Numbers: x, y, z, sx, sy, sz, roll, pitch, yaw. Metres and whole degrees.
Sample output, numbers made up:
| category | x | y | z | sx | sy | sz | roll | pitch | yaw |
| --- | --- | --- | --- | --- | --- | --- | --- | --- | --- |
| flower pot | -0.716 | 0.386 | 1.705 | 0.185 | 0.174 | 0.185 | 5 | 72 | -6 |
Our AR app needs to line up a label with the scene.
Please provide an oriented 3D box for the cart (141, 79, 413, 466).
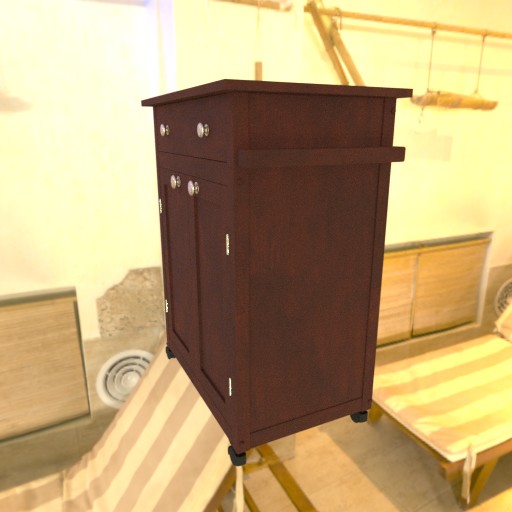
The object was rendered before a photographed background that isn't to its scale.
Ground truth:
| category | x | y | z | sx | sy | sz | roll | pitch | yaw |
| --- | --- | --- | --- | --- | --- | --- | --- | --- | --- |
| cart | 0.000 | 0.000 | 1.264 | 0.442 | 0.864 | 0.683 | -8 | 18 | -25 |
